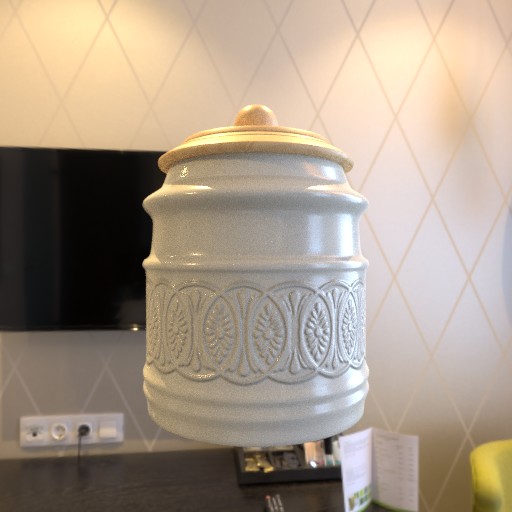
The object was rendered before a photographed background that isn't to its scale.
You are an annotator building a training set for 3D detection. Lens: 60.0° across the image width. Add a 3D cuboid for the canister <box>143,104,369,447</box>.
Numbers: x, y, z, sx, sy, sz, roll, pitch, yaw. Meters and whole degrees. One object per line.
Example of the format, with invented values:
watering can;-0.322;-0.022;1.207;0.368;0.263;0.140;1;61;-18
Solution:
canister;0.000;0.000;0.262;0.130;0.176;0.130;0;0;0
